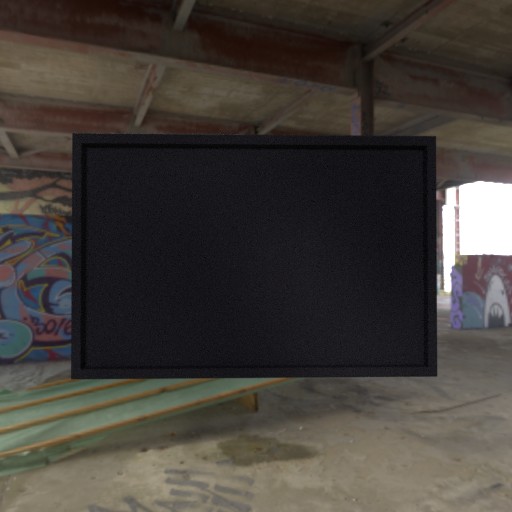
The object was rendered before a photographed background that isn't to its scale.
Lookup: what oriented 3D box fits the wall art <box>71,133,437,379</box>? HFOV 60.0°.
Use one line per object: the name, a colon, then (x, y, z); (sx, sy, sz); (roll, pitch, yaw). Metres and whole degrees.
wall art: (0.000, 0.000, 0.755); (0.609, 0.406, 0.033); (0, -1, -2)
